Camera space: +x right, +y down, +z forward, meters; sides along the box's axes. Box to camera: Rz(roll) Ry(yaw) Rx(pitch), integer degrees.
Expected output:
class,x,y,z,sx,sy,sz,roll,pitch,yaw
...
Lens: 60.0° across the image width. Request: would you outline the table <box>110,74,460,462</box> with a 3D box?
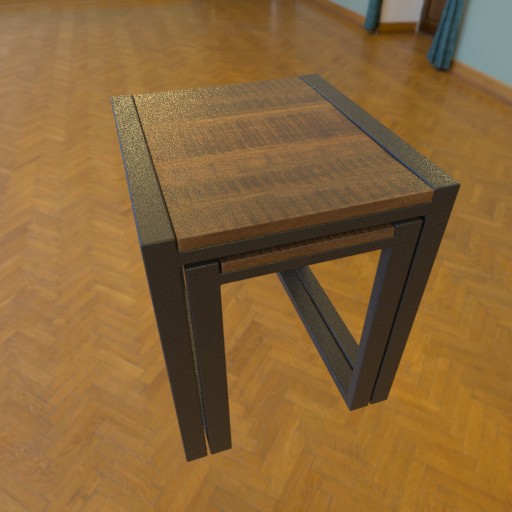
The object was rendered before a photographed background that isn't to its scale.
class,x,y,z,sx,sy,sz,roll,pitch,yaw
table,0.000,0.000,0.931,0.449,0.550,0.500,-12,42,-14
